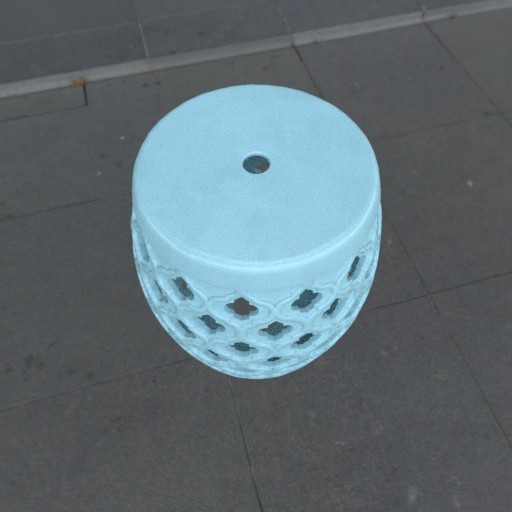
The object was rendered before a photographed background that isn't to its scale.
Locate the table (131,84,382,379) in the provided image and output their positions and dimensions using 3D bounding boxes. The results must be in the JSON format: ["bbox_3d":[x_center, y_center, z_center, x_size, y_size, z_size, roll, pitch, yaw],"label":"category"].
[{"bbox_3d":[0.000,0.000,0.634,0.325,0.388,0.325,0,59,0],"label":"table"}]
